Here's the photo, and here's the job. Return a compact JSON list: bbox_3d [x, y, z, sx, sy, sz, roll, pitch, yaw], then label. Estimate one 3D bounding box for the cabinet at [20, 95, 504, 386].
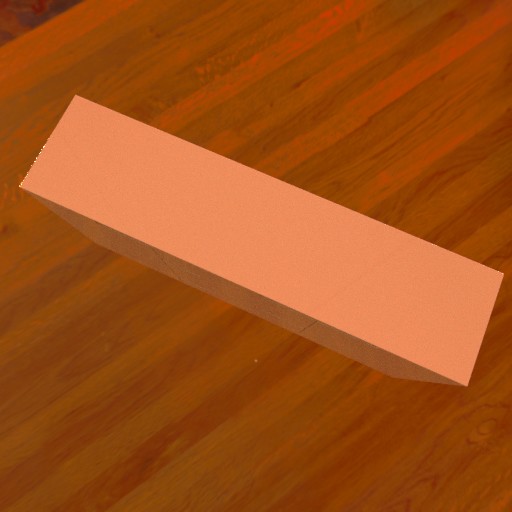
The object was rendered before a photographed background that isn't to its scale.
[{"bbox_3d":[0.000,0.000,1.916,1.650,0.800,0.400,24,78,5],"label":"cabinet"}]
